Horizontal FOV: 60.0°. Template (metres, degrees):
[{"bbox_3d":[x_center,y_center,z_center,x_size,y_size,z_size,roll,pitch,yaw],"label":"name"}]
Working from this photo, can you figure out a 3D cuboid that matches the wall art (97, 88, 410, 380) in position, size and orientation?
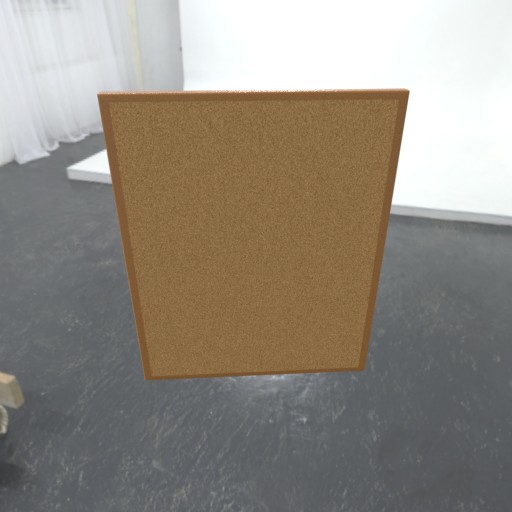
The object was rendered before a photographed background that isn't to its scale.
[{"bbox_3d":[0.000,0.000,0.783,0.452,0.553,0.022,-2,29,-3],"label":"wall art"}]
